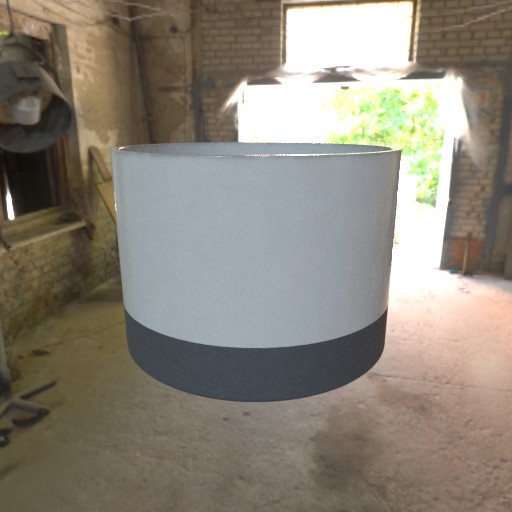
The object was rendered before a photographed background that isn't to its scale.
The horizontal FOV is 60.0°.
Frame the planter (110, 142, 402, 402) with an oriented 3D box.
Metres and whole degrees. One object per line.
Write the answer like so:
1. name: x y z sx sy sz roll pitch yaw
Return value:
1. planter: 0.000 0.000 0.219 0.128 0.105 0.128 0 16 0
